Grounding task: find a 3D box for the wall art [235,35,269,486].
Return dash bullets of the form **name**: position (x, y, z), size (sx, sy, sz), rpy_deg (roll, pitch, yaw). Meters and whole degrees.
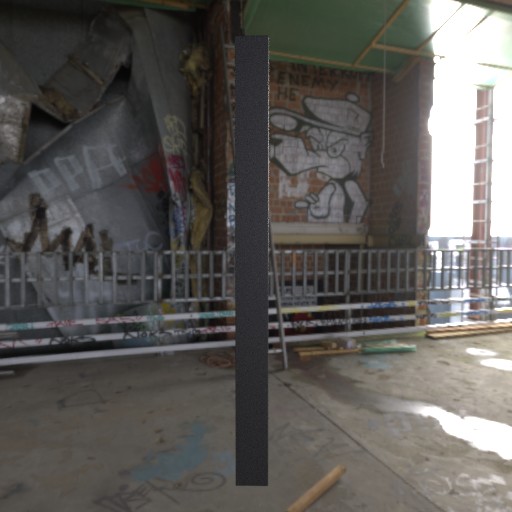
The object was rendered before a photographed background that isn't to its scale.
- **wall art**: position (0.000, 0.000, 0.750), size (0.037, 0.506, 0.506), rpy_deg (0, 2, 1)
